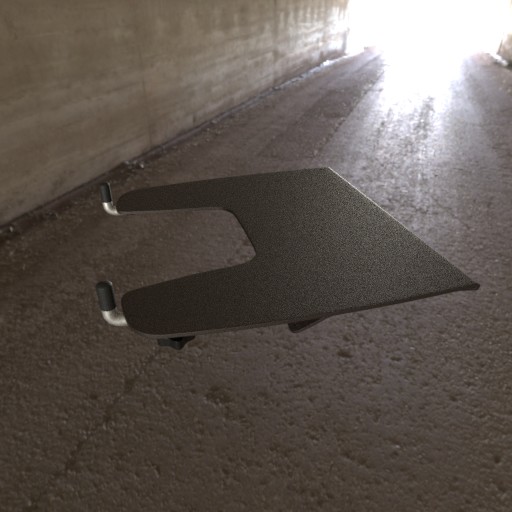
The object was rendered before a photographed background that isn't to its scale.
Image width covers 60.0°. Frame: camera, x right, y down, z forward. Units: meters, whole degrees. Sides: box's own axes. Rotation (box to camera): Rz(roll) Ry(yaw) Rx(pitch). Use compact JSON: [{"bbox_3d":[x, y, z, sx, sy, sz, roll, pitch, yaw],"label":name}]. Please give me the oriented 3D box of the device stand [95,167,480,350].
[{"bbox_3d":[0.000,0.000,0.359,0.230,0.092,0.230,-9,32,-14],"label":"device stand"}]
